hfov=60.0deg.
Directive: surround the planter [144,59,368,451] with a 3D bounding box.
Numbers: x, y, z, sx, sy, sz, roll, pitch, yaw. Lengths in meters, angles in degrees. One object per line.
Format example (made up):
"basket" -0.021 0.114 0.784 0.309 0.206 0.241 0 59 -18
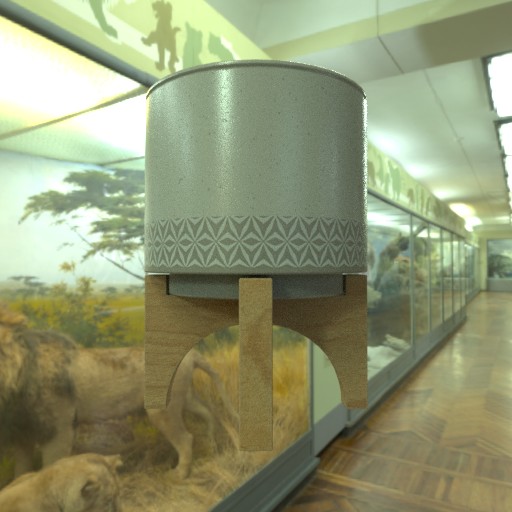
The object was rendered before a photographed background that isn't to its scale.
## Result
"planter" 0.000 0.000 0.265 0.130 0.178 0.130 0 -1 0
